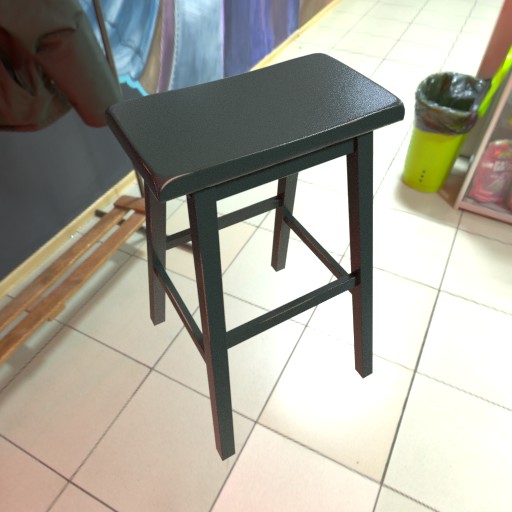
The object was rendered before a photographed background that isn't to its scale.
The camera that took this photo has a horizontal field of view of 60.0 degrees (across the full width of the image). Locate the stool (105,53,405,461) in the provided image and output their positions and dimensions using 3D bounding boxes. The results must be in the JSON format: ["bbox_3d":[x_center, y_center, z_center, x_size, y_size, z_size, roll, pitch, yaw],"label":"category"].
[{"bbox_3d":[0.000,0.000,1.000,0.457,0.737,0.476,-23,51,-20],"label":"stool"}]
